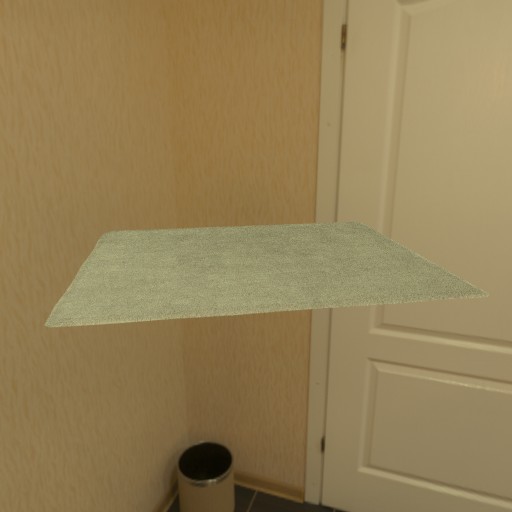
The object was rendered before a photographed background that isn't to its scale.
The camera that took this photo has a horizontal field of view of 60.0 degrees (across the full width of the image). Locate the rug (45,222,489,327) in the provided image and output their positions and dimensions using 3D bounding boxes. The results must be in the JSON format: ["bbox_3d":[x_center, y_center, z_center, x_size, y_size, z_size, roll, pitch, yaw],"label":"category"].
[{"bbox_3d":[0.000,0.000,3.896,2.933,0.027,2.332,-3,17,-9],"label":"rug"}]
